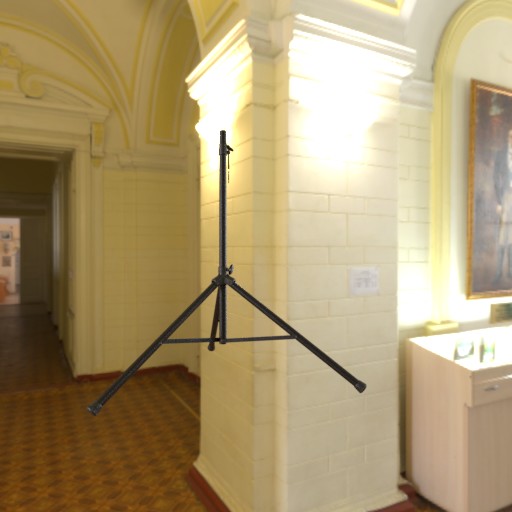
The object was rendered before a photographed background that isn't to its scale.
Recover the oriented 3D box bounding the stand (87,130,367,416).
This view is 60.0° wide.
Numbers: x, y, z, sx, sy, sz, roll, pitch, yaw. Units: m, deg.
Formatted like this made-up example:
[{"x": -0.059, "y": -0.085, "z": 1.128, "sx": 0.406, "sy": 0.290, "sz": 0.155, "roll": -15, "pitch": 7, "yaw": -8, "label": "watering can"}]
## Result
[{"x": 0.000, "y": 0.000, "z": 2.756, "sx": 1.339, "sy": 1.595, "sz": 1.596, "roll": 0, "pitch": 0, "yaw": 18, "label": "stand"}]
